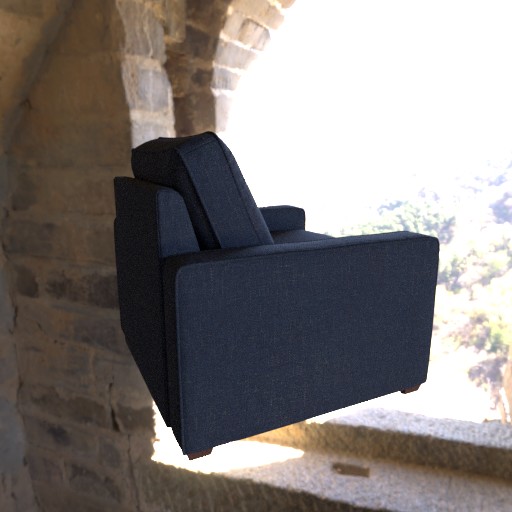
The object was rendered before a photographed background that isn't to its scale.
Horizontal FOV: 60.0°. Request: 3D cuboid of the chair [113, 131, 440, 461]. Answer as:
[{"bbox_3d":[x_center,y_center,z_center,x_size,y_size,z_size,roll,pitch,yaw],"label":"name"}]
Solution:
[{"bbox_3d":[0.000,0.000,1.749,0.940,0.919,1.017,-6,15,-25],"label":"chair"}]
